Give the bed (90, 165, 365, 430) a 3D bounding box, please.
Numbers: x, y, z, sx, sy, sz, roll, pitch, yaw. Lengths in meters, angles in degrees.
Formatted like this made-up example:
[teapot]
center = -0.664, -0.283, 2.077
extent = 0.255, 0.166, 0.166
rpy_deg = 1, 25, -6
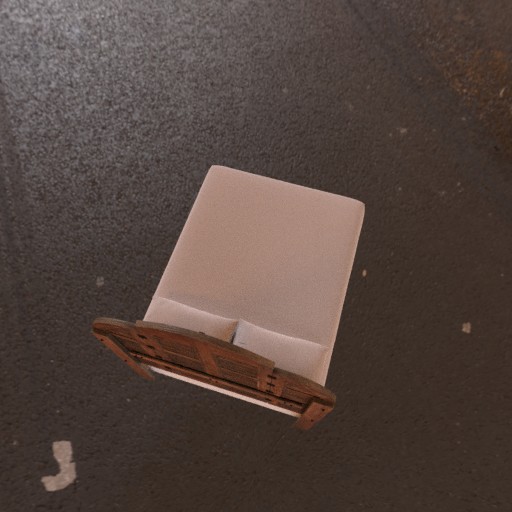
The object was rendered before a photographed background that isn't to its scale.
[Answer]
[bed]
center = 0.000, 0.000, 3.627
extent = 1.713, 2.019, 2.138
rpy_deg = 15, 65, 7
